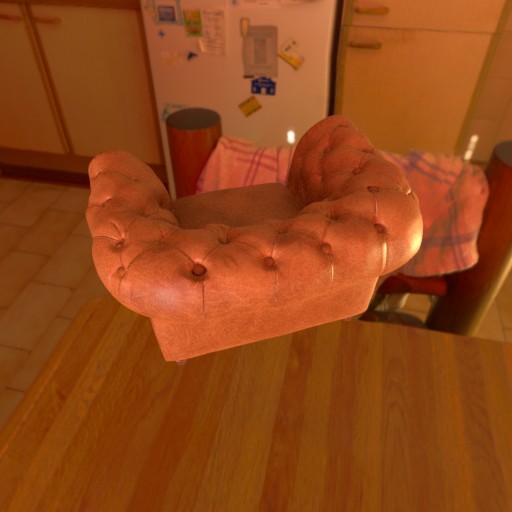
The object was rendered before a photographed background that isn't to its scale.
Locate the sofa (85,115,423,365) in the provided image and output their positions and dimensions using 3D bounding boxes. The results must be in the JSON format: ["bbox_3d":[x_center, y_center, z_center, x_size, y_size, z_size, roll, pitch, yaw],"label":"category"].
[{"bbox_3d":[0.000,0.000,2.128,1.405,0.878,1.033,-12,44,-13],"label":"sofa"}]
